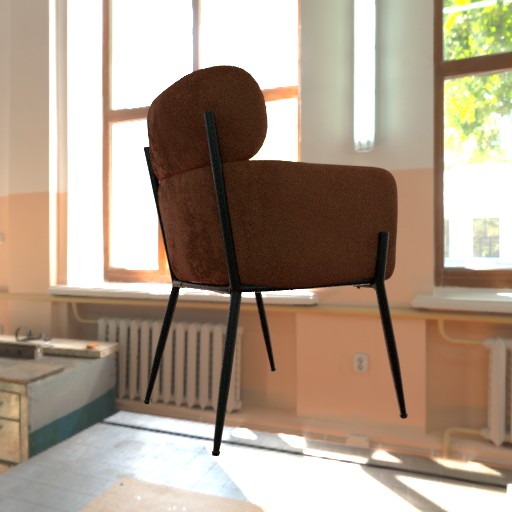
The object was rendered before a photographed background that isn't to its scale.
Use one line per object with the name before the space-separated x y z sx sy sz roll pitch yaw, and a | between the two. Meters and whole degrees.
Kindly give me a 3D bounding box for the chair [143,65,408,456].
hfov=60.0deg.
chair | 0.000 0.000 1.130 0.523 0.772 0.561 0 0 -34
